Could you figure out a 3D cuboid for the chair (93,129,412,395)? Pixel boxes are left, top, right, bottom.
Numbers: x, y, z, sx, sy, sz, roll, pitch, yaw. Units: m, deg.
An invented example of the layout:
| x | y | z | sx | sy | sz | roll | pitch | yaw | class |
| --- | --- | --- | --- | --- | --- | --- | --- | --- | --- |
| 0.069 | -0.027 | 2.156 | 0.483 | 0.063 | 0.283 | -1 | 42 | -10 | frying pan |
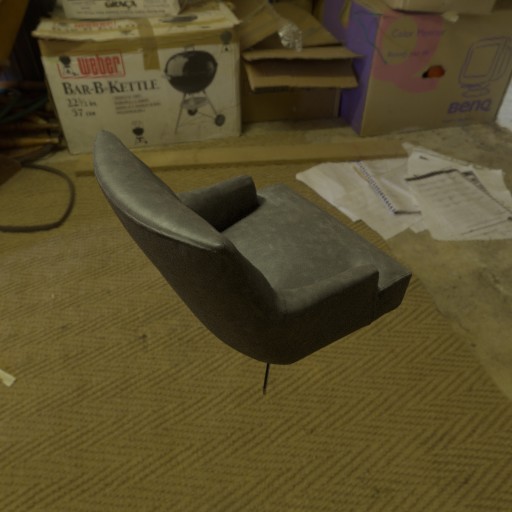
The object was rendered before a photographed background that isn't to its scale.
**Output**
| x | y | z | sx | sy | sz | roll | pitch | yaw | class |
| --- | --- | --- | --- | --- | --- | --- | --- | --- | --- |
| 0.000 | 0.000 | 1.539 | 0.874 | 0.870 | 0.738 | -26 | 47 | -26 | chair |
